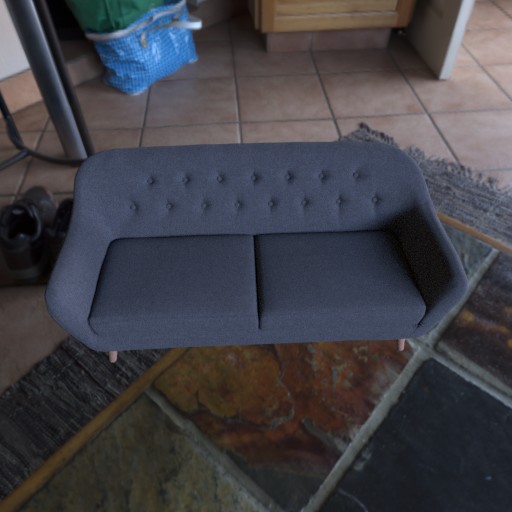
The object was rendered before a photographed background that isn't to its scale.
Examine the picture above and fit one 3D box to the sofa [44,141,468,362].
[{"bbox_3d":[0.000,0.000,2.244,1.840,0.820,0.820,-2,48,-2],"label":"sofa"}]
